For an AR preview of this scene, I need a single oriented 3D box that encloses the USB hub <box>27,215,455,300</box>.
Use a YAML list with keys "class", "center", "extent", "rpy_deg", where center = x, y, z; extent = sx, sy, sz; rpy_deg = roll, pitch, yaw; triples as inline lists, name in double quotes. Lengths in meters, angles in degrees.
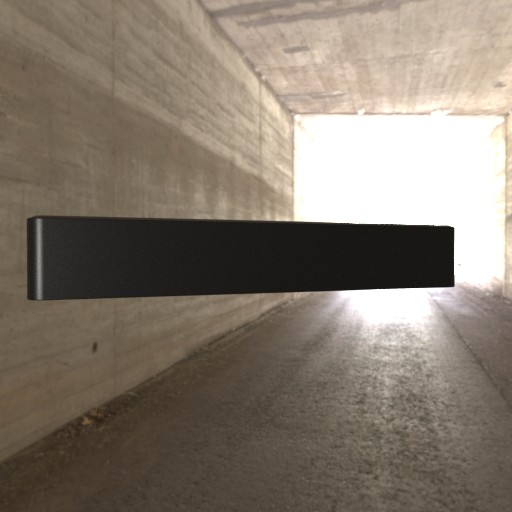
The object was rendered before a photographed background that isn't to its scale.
- class: "USB hub"
  center: [0.000, 0.000, 0.162]
  extent: [0.145, 0.023, 0.044]
  rpy_deg: [0, 1, -19]
